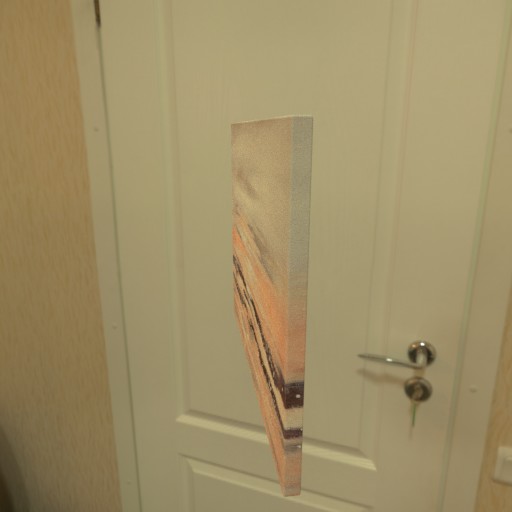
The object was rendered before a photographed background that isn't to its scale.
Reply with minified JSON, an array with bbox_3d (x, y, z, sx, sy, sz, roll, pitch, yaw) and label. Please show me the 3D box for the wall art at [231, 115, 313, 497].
[{"bbox_3d":[0.000,0.000,1.306,0.038,0.763,1.015,-2,16,-8],"label":"wall art"}]
